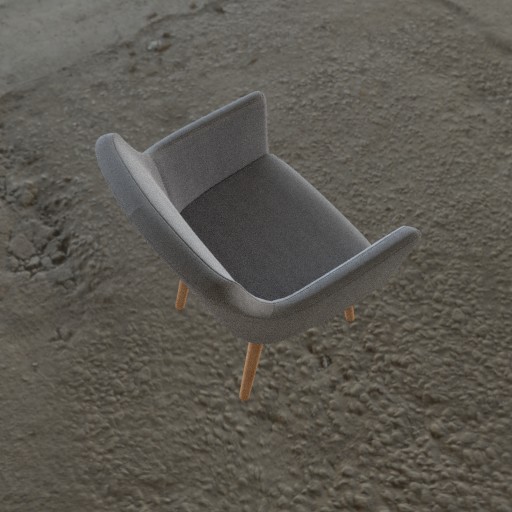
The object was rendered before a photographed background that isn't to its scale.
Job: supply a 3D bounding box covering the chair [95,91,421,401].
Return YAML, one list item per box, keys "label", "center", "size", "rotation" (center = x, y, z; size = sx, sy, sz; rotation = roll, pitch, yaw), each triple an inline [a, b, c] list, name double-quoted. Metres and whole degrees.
- label: "chair"
  center: [0.000, 0.000, 1.161]
  size: [0.540, 0.780, 0.570]
  rotation: [-32, 63, -18]
